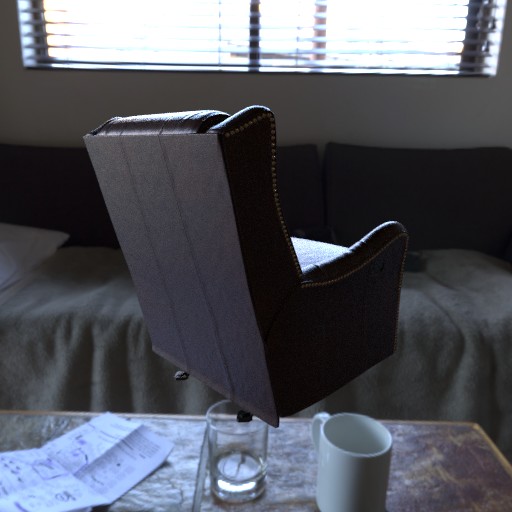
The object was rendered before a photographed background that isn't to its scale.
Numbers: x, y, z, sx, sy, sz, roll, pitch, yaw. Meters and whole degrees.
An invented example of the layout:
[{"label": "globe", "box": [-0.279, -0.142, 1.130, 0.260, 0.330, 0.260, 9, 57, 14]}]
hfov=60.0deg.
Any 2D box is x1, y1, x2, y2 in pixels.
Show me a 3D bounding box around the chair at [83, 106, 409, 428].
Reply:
[{"label": "chair", "box": [0.000, 0.000, 1.808, 1.008, 1.084, 0.869, -13, 20, -42]}]
